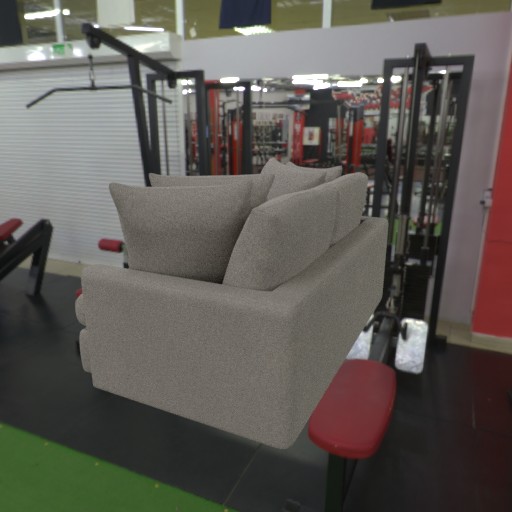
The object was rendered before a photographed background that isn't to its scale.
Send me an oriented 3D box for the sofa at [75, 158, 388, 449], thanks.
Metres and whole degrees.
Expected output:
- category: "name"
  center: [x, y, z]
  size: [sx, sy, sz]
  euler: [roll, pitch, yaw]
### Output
- category: "sofa"
  center: [0.000, 0.000, 2.670]
  size: [1.228, 1.080, 1.869]
  euler: [8, 18, 25]
